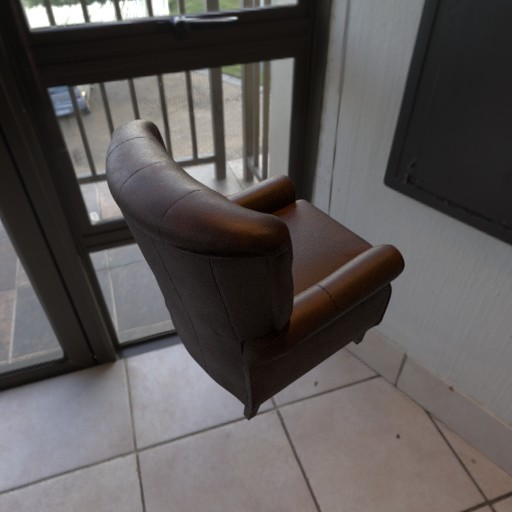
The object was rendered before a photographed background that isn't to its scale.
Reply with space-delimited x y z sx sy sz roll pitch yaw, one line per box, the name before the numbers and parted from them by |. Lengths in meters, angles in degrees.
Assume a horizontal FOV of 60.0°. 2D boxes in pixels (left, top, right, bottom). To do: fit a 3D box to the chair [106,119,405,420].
chair | 0.000 0.000 1.942 1.058 1.158 0.948 -26 48 -27
